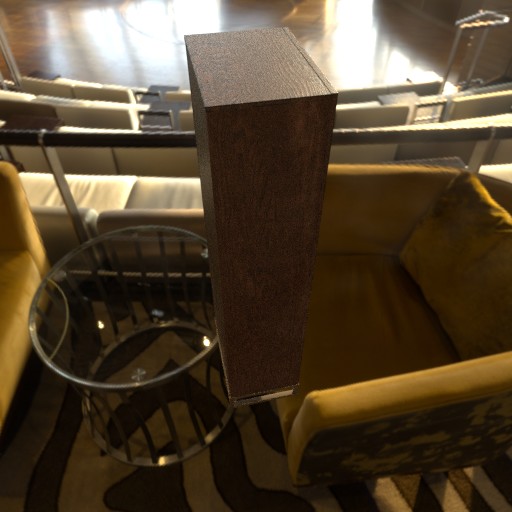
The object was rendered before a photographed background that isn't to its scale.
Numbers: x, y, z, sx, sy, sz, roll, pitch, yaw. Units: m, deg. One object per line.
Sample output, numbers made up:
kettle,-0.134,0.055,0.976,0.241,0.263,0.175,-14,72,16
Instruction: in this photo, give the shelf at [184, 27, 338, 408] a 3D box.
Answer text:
shelf,0.000,0.000,1.995,0.395,1.732,0.539,-9,46,-9
